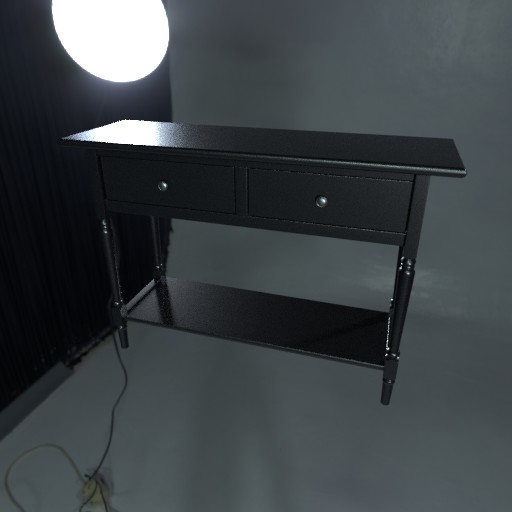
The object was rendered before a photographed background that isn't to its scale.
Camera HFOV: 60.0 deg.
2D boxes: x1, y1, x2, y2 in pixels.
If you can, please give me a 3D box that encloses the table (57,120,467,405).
[{"bbox_3d":[0.000,0.000,1.571,1.191,0.819,0.386,8,27,16],"label":"table"}]
